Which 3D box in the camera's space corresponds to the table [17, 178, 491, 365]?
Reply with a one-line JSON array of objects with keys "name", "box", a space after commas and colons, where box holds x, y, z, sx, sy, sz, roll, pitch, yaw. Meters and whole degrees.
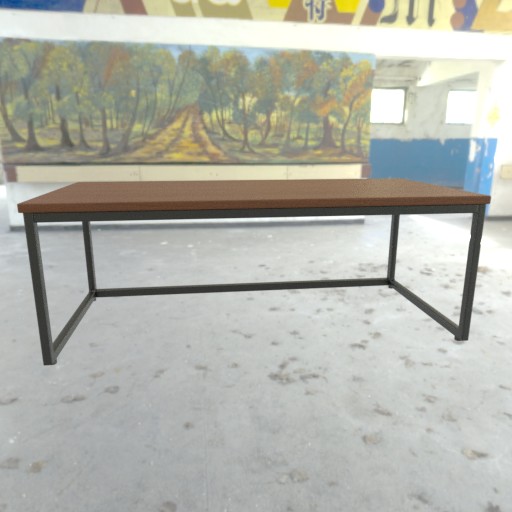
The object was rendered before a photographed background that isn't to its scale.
[{"name": "table", "box": [0.000, 0.000, 1.309, 1.100, 0.400, 0.500, -2, 15, -7]}]
